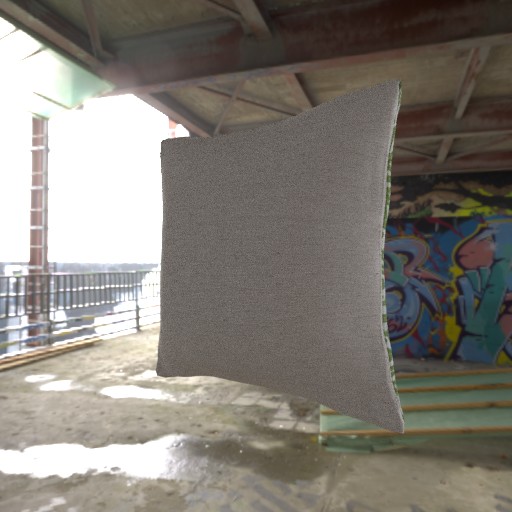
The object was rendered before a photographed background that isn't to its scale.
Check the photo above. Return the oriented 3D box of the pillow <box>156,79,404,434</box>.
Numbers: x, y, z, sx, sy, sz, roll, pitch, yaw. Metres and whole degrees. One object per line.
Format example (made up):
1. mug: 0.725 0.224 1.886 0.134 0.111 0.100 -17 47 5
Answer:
1. pillow: 0.000 0.000 0.653 0.440 0.419 0.162 -1 -1 38
